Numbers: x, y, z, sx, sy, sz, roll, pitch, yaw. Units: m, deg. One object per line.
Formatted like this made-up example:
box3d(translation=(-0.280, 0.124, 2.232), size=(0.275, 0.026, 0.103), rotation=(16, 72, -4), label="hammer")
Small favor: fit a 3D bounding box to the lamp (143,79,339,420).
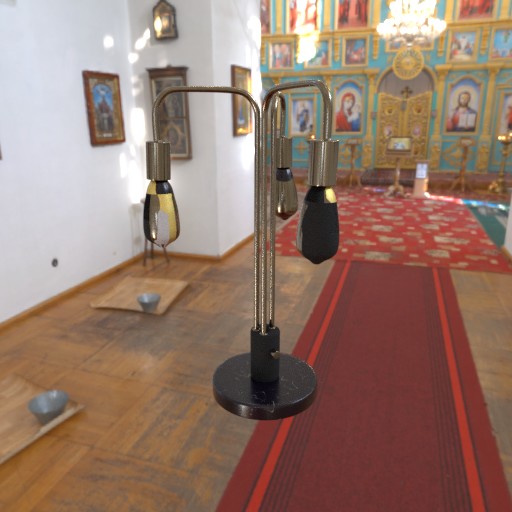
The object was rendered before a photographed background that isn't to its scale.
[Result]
box3d(translation=(0.000, 0.000, 0.777), size=(0.355, 0.560, 0.368), rotation=(-8, 18, -26), label="lamp")
